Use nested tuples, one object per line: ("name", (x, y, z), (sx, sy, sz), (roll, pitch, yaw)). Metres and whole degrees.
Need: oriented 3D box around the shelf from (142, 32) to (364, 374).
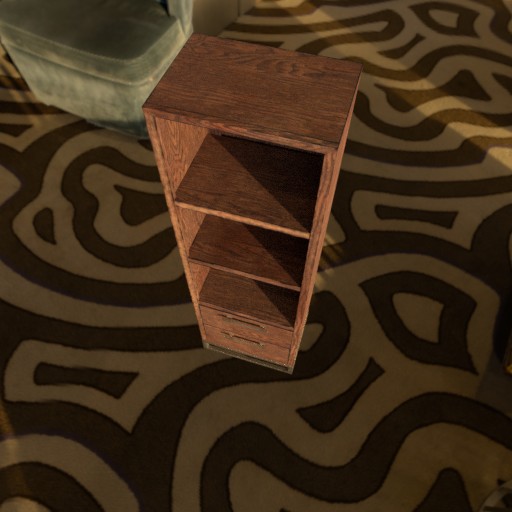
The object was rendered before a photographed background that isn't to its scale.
("shelf", (0.000, 0.000, 1.959), (0.539, 1.732, 0.395), (15, 58, 9))
